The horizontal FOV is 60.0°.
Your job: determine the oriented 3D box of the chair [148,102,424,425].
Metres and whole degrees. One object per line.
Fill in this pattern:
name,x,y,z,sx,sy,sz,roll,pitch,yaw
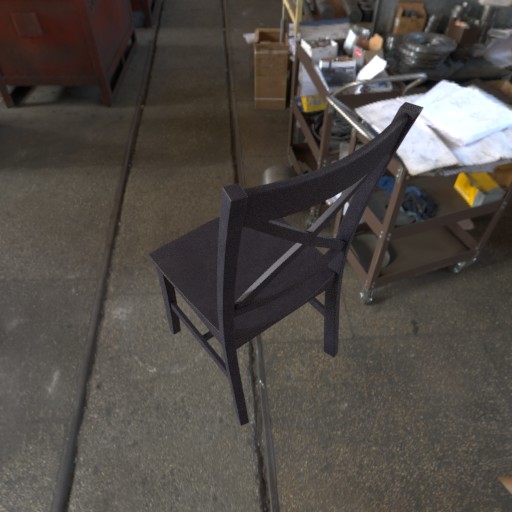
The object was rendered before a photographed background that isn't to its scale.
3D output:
chair,0.000,0.000,1.294,0.485,0.983,0.542,-30,53,-25
